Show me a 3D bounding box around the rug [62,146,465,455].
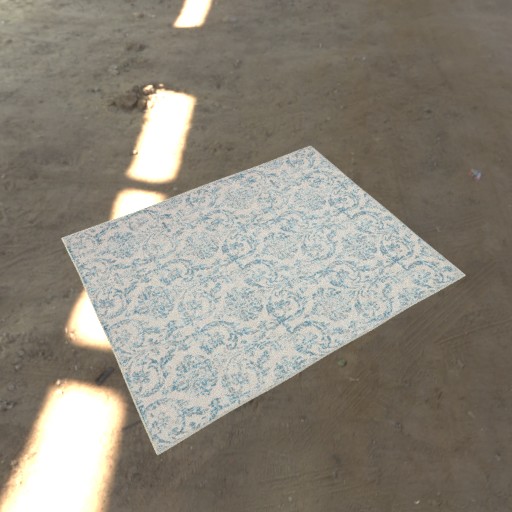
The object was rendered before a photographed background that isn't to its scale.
[{"bbox_3d":[0.000,0.000,4.143,2.980,0.012,2.363,-24,53,-20],"label":"rug"}]
